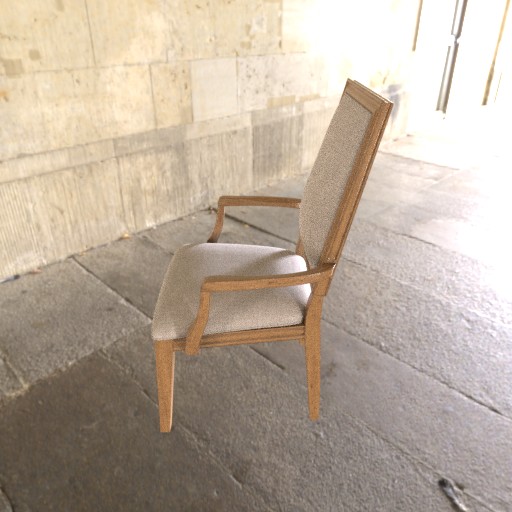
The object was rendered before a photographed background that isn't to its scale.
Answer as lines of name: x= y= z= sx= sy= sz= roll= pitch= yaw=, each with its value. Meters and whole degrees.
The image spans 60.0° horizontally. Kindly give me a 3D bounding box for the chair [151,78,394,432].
chair: x=0.000 y=0.000 z=1.380 sx=0.602 sy=0.990 sz=0.606 roll=0 pitch=28 yaw=0
